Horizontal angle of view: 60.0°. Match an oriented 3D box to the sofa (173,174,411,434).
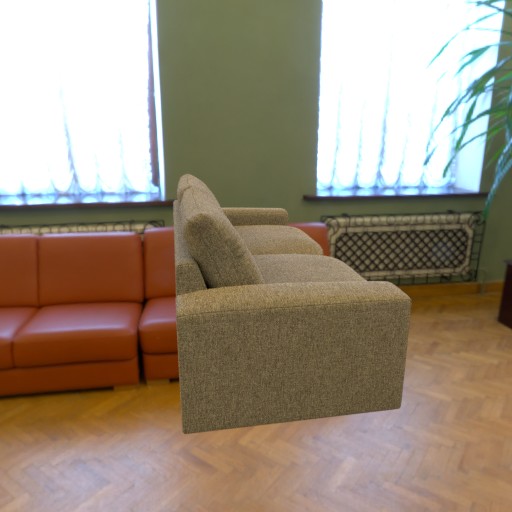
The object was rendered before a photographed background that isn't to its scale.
[{"bbox_3d":[0.000,0.000,2.885,1.040,0.922,2.299,-3,16,-10],"label":"sofa"}]
